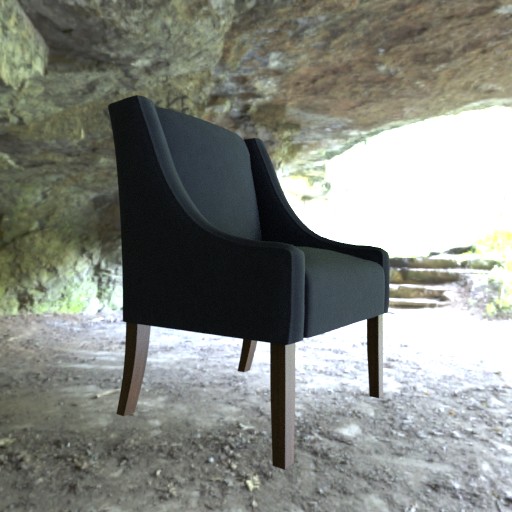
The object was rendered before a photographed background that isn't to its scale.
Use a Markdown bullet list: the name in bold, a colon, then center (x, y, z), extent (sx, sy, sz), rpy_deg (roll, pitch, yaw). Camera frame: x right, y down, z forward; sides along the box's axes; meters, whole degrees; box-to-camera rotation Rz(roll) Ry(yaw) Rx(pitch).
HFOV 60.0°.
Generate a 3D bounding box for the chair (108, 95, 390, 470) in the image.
- **chair**: center (0.000, 0.000, 1.338), extent (0.629, 0.895, 0.629), rpy_deg (0, 0, 35)
